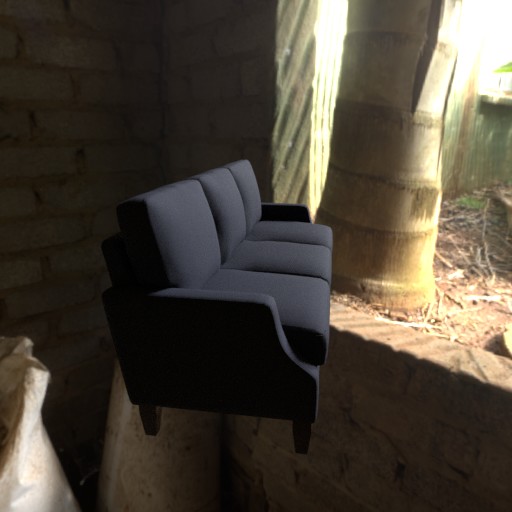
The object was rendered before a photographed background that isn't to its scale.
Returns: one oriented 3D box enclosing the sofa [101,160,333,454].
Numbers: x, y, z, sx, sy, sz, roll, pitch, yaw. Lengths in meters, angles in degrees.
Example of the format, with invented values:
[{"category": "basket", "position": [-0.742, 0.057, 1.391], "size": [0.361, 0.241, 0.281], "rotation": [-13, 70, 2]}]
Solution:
[{"category": "sofa", "position": [0.000, 0.000, 2.619], "size": [0.888, 0.984, 2.115], "rotation": [3, 17, 10]}]
